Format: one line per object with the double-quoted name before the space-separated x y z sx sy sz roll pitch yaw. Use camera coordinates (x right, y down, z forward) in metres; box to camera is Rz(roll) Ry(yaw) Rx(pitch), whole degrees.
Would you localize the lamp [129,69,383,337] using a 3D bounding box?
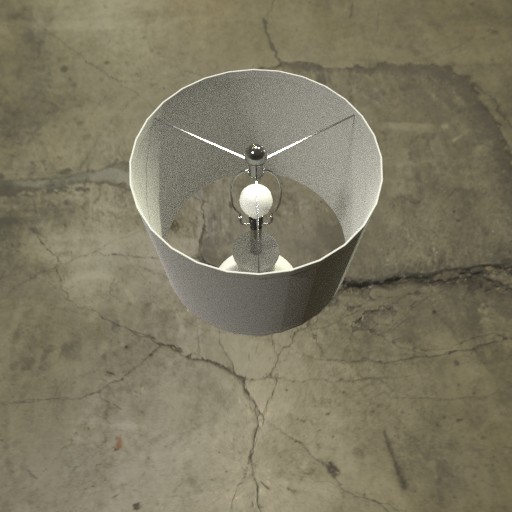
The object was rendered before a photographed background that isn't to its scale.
"lamp" 0.000 0.000 0.902 0.357 0.673 0.357 -1 64 -1
